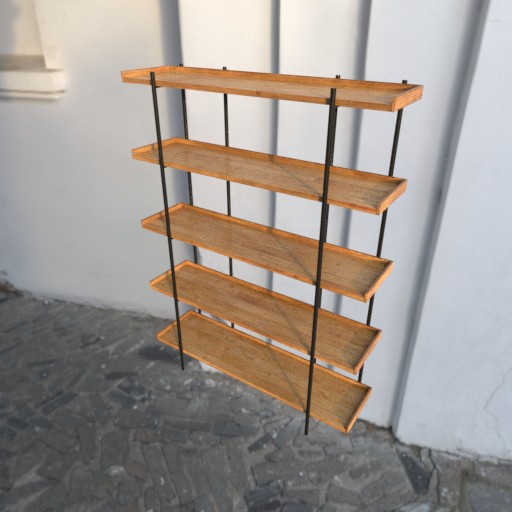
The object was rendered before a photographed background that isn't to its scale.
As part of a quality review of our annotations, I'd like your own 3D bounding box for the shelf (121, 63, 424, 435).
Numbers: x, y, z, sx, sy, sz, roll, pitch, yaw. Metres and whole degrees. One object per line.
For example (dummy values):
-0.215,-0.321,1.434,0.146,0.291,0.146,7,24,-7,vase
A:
0.000,0.000,2.395,1.371,1.826,0.379,18,33,29,shelf
